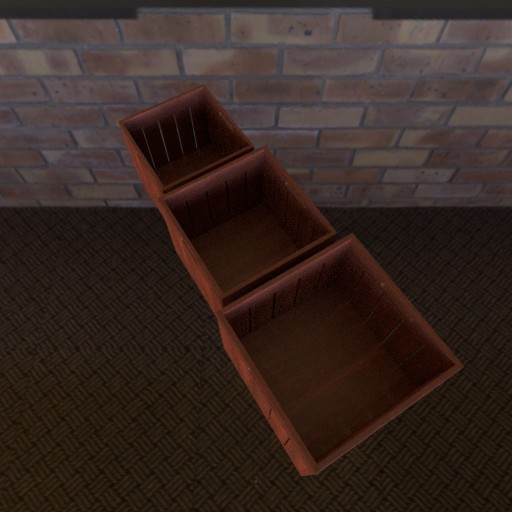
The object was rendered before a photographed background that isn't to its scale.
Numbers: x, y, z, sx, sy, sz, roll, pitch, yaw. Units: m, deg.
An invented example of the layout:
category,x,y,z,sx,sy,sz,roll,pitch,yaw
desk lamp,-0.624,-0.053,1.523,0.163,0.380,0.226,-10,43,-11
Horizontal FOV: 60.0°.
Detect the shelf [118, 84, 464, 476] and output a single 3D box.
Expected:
category,x,y,z,sx,sy,sz,roll,pitch,yaw
shelf,0.000,0.000,1.252,0.393,0.311,1.064,-29,67,-14
